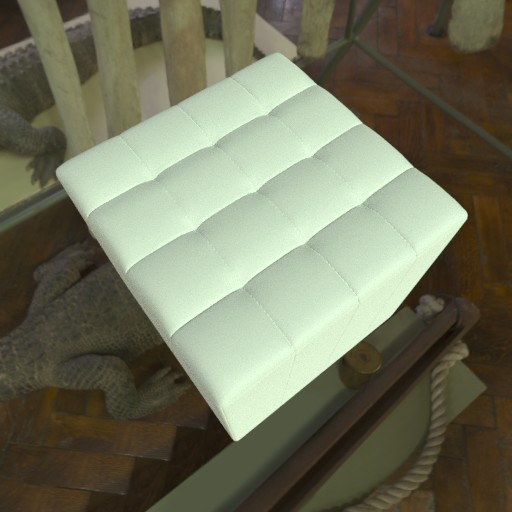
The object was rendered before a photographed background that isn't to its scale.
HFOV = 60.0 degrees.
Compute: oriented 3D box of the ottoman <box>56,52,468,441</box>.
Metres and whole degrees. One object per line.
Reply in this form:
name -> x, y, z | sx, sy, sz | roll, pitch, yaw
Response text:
ottoman -> 0.000, 0.000, 0.804 | 0.425, 0.432, 0.425 | -34, 67, -16
